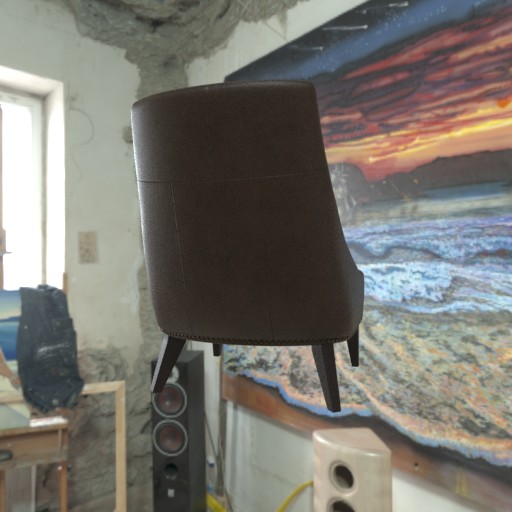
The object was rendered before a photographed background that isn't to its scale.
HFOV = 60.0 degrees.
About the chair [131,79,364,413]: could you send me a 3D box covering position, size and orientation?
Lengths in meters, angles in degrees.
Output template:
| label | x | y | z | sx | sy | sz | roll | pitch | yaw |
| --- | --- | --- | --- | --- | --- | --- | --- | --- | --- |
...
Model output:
| label | x | y | z | sx | sy | sz | roll | pitch | yaw |
| --- | --- | --- | --- | --- | --- | --- | --- | --- | --- |
| chair | 0.000 | 0.000 | 1.559 | 0.701 | 0.909 | 0.861 | 0 | 0 | 18 |
